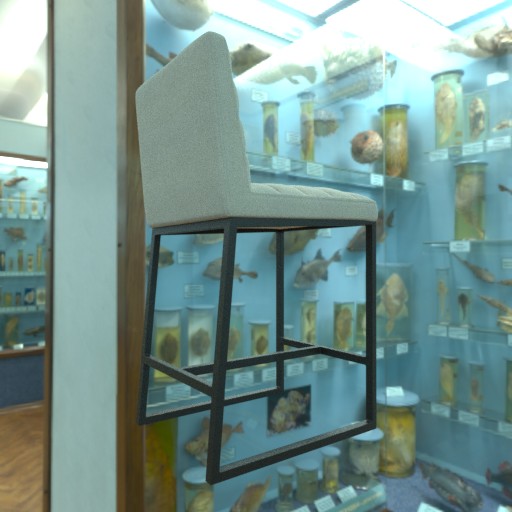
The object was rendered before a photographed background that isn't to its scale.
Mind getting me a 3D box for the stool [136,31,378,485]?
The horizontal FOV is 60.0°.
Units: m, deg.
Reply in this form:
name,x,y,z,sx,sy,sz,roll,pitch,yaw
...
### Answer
name,x,y,z,sx,sy,sz,roll,pitch,yaw
stool,0.000,0.000,1.271,0.567,0.971,0.459,0,0,-36
